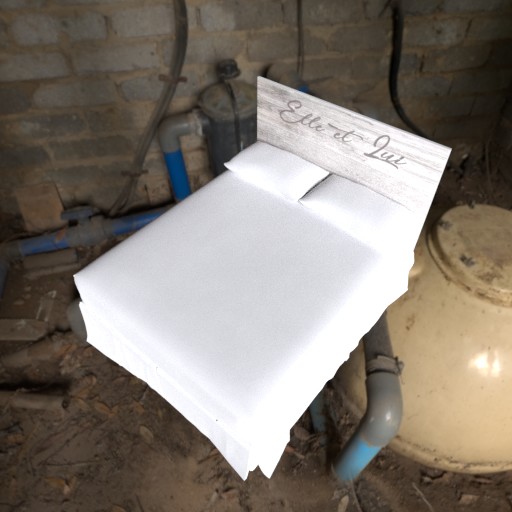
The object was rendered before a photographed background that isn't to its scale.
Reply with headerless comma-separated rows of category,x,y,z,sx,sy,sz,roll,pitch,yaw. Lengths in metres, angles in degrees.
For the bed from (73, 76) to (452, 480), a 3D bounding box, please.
bed,0.000,0.000,3.112,1.745,1.335,2.094,31,54,26
